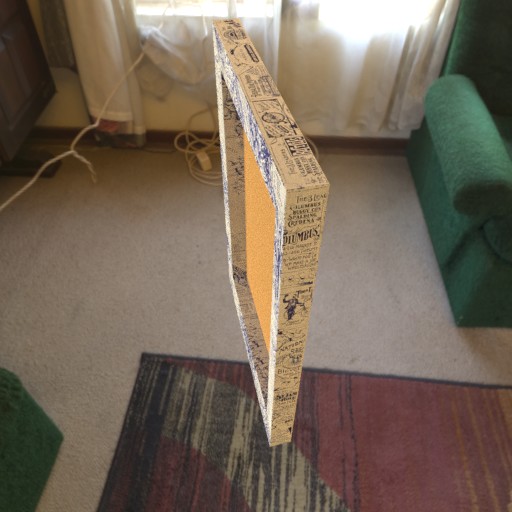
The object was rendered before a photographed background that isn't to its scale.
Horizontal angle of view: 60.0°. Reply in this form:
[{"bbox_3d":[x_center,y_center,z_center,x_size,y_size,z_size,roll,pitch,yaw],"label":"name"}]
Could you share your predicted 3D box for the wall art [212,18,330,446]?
[{"bbox_3d":[0.000,0.000,0.739,0.040,0.601,0.408,-9,48,-9],"label":"wall art"}]
